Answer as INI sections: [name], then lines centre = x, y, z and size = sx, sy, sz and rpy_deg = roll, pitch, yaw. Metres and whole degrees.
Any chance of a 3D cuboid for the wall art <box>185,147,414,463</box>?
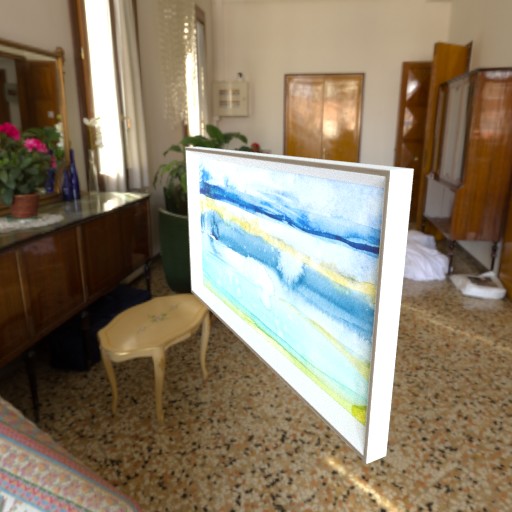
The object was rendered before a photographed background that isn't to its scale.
[wall art]
centre = 0.000, 0.000, 0.957
size = 0.038, 0.431, 0.812
rpy_deg = -8, 18, -25
